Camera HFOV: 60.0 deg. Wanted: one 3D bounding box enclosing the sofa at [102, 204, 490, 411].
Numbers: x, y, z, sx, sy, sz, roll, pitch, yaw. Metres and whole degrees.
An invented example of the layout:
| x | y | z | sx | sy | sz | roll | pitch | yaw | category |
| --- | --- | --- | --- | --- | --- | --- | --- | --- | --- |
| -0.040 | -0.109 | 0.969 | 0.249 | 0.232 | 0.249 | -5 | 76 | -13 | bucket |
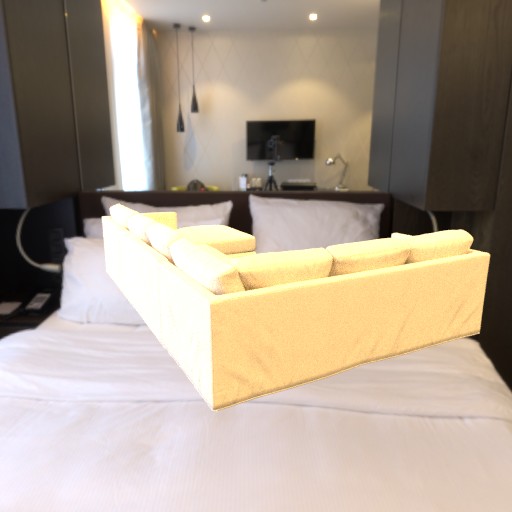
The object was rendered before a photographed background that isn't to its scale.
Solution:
| x | y | z | sx | sy | sz | roll | pitch | yaw | category |
| --- | --- | --- | --- | --- | --- | --- | --- | --- | --- |
| 0.000 | 0.000 | 4.522 | 2.427 | 0.882 | 3.460 | -7 | 16 | -27 | sofa |
